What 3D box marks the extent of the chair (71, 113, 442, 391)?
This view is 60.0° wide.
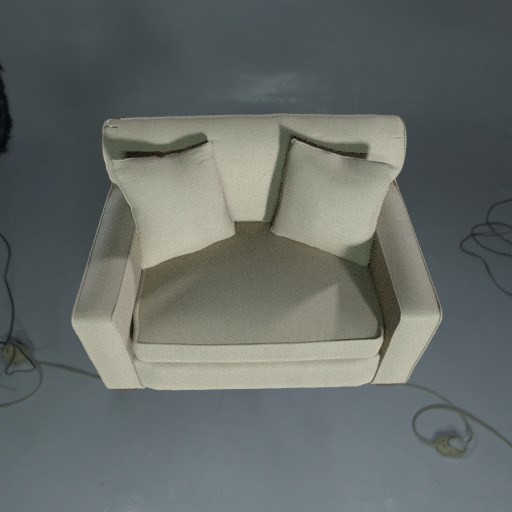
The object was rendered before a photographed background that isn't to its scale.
[{"bbox_3d":[0.000,0.000,2.042,1.383,0.948,1.000,-1,48,-1],"label":"chair"}]
